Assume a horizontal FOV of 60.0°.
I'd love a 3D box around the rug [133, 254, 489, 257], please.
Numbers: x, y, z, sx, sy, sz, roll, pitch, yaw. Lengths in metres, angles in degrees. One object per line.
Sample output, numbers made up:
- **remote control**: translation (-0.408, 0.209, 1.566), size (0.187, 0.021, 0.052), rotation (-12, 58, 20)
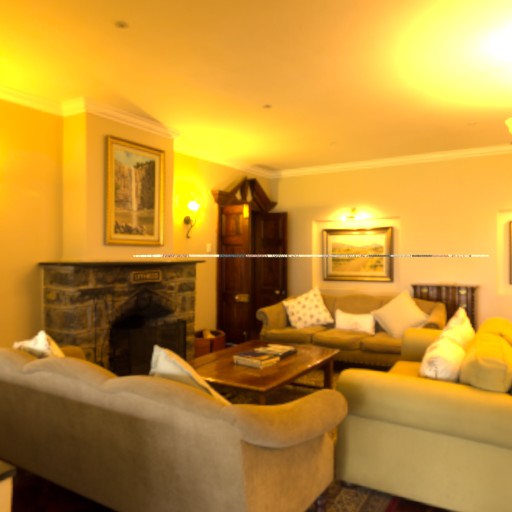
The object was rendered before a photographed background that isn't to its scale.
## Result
- **rug**: translation (0.000, 0.000, 2.983), size (1.513, 0.008, 2.423), rotation (0, 0, -18)
